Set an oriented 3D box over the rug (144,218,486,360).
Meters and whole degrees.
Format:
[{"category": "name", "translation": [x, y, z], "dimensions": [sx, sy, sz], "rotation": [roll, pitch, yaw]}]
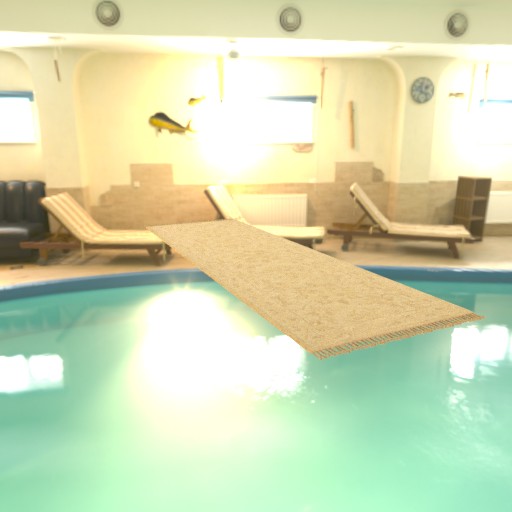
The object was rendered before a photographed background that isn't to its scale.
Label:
[{"category": "rug", "translation": [0.000, 0.000, 2.706], "dimensions": [0.795, 0.015, 2.544], "rotation": [-7, 16, -25]}]
